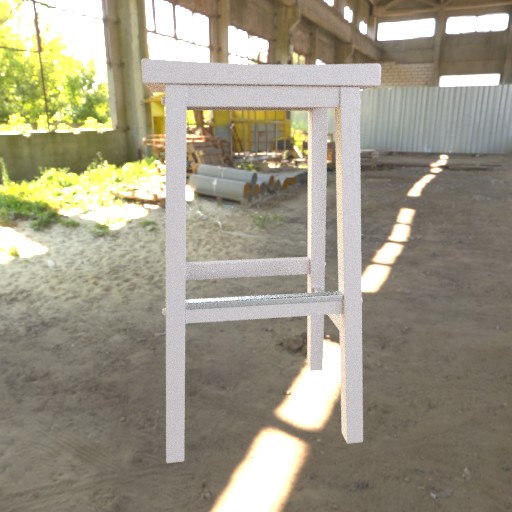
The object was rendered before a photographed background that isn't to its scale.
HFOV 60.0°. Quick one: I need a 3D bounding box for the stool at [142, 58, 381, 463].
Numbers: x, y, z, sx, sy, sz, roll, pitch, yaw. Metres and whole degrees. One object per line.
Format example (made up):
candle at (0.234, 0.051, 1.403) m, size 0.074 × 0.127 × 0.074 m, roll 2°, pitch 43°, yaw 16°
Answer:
stool at (0.000, 0.000, 0.948) m, size 0.406 × 0.742 × 0.322 m, roll -2°, pitch 17°, yaw -8°
